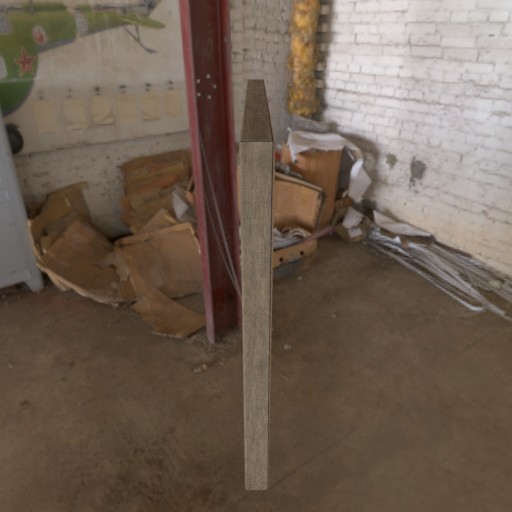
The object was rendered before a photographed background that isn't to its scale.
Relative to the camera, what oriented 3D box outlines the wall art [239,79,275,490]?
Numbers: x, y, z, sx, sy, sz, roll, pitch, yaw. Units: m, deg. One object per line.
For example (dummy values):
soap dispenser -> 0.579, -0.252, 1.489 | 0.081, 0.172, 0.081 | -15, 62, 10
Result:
wall art -> 0.000, 0.000, 1.115 | 0.050, 0.751, 0.749 | 0, 28, 0
